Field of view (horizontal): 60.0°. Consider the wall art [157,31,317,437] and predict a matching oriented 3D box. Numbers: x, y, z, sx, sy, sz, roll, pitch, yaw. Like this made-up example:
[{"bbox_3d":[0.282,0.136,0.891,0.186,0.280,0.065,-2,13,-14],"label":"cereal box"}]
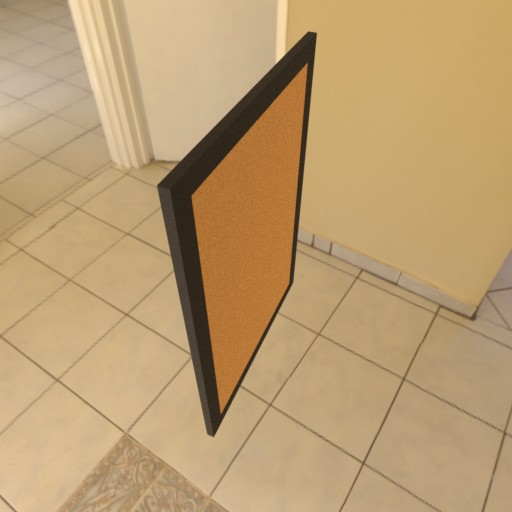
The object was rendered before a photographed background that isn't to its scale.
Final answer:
[{"bbox_3d":[0.000,0.000,0.686,0.013,0.534,0.380,18,49,16],"label":"wall art"}]
